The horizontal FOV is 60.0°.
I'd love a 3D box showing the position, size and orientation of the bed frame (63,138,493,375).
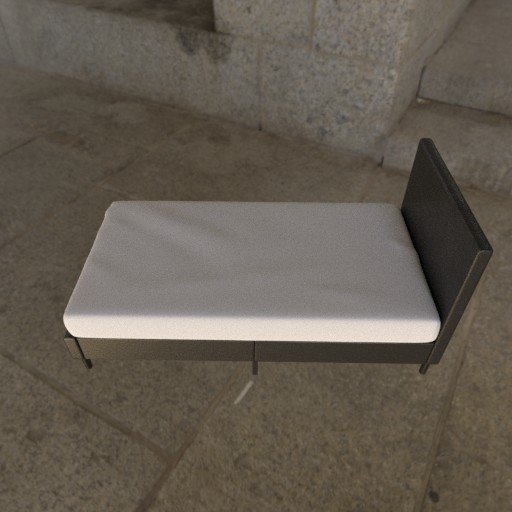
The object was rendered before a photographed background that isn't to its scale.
[{"bbox_3d":[0.000,0.000,2.527,2.152,1.046,1.038,1,43,1],"label":"bed frame"}]
